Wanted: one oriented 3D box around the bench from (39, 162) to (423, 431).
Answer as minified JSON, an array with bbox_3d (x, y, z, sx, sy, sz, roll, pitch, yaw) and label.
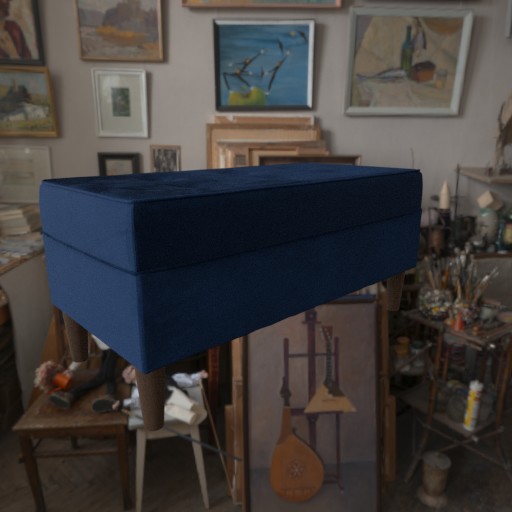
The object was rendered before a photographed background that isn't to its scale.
[{"bbox_3d":[0.000,0.000,1.272,1.010,0.467,0.489,-14,21,-41],"label":"bench"}]
